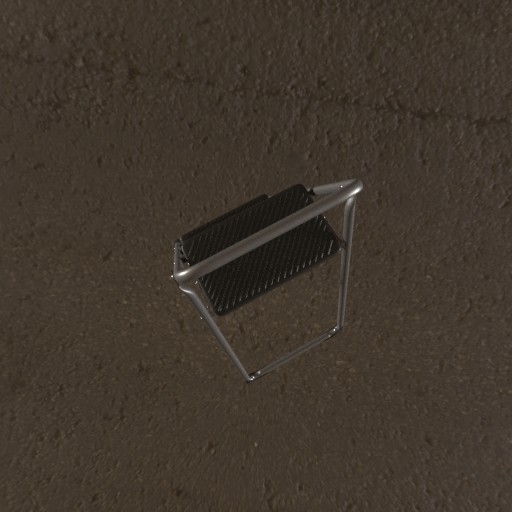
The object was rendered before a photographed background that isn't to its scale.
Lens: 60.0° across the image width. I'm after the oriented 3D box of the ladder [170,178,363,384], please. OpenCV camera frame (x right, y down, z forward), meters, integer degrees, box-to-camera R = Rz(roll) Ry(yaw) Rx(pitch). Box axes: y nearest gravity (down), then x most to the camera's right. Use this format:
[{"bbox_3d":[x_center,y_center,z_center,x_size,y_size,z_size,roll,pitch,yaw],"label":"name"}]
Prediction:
[{"bbox_3d":[0.000,0.000,1.273,0.430,0.945,0.629,-28,78,-7],"label":"ladder"}]
